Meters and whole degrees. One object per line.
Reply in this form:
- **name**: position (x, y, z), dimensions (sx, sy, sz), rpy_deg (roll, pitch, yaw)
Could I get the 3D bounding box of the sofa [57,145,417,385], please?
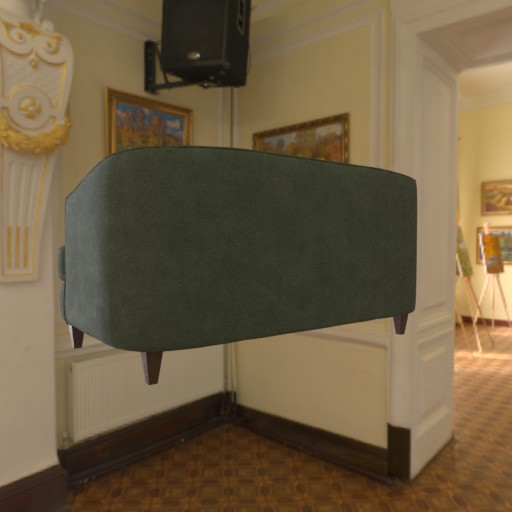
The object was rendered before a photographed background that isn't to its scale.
- **sofa**: position (0.000, 0.000, 2.259), dimensions (1.733, 0.855, 0.941), rpy_deg (-2, 3, -36)
